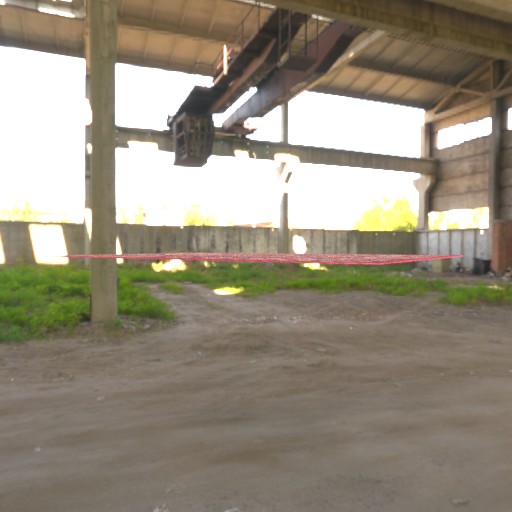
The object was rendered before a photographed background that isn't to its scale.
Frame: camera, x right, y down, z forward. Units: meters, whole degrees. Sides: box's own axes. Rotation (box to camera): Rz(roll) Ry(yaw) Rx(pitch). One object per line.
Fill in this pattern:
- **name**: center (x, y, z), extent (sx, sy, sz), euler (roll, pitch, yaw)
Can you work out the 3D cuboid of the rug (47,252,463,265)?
- **rug**: center (0.000, 0.000, 4.339), extent (3.306, 0.011, 2.389), euler (1, 2, 35)
